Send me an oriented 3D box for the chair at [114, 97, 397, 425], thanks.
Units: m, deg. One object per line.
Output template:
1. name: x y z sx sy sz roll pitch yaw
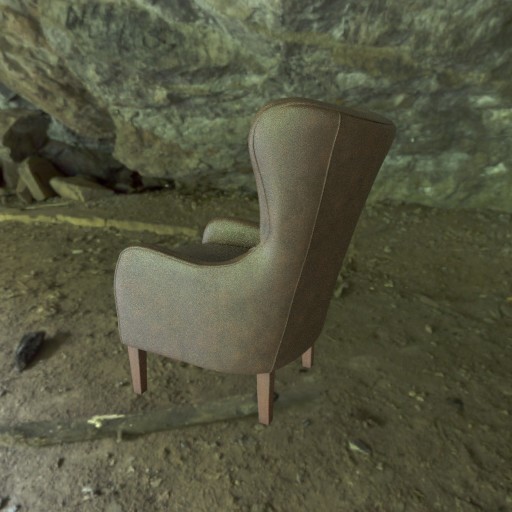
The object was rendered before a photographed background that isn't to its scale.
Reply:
1. chair: 0.000 0.000 1.631 0.914 1.048 0.692 8 17 25
